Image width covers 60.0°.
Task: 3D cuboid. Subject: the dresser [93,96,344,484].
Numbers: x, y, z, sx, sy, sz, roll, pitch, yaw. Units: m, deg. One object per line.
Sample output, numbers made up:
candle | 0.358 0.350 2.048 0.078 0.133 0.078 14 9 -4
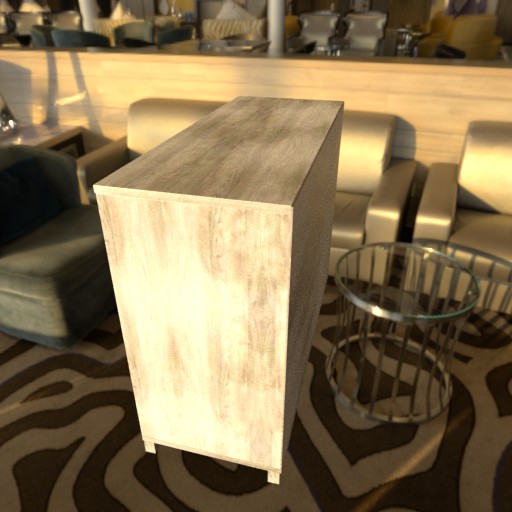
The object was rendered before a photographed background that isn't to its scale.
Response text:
dresser | 0.000 0.000 1.453 0.404 0.816 0.994 8 31 13
